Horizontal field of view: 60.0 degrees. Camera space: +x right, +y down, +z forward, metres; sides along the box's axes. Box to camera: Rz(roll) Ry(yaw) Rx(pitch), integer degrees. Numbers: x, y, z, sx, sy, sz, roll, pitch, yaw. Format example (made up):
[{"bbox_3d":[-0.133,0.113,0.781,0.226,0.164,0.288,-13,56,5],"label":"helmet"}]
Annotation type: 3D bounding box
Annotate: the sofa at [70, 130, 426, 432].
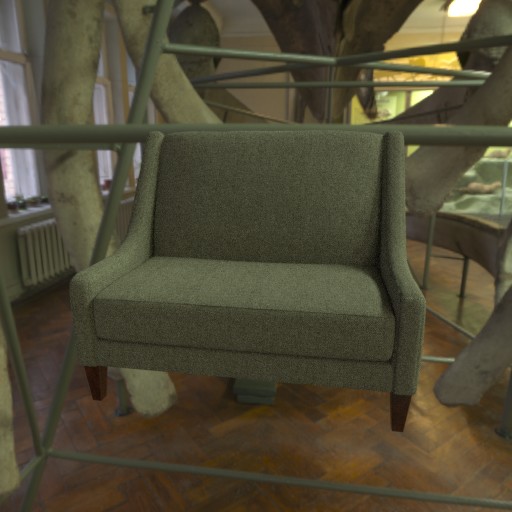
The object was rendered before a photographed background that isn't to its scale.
[{"bbox_3d":[0.000,0.000,1.861,1.242,1.021,0.870,3,15,9],"label":"sofa"}]
